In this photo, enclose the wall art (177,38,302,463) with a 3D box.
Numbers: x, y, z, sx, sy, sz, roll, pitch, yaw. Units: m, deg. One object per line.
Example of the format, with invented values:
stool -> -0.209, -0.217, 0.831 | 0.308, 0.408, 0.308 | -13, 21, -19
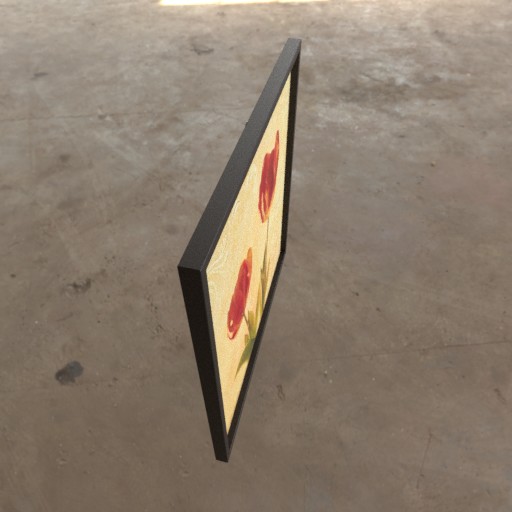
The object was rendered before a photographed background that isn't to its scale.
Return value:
wall art -> 0.000, 0.000, 1.175 | 0.043, 0.807, 0.805 | 10, 49, 9
